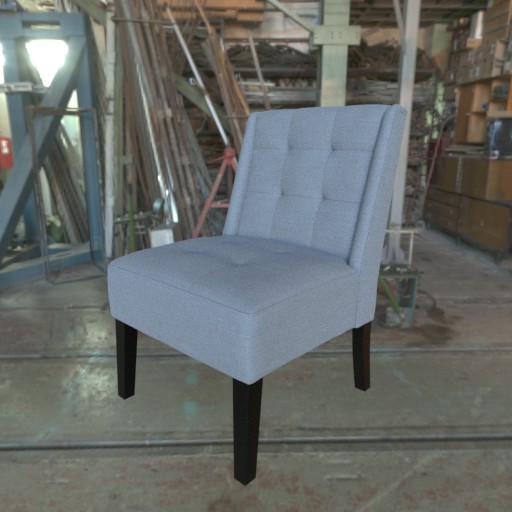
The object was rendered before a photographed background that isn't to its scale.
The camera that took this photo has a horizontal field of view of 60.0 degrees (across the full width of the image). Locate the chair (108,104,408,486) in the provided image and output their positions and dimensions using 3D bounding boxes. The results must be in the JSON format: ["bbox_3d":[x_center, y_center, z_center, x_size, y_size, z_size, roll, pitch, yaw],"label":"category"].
[{"bbox_3d":[0.000,0.000,1.292,0.569,0.853,0.676,13,20,41],"label":"chair"}]
